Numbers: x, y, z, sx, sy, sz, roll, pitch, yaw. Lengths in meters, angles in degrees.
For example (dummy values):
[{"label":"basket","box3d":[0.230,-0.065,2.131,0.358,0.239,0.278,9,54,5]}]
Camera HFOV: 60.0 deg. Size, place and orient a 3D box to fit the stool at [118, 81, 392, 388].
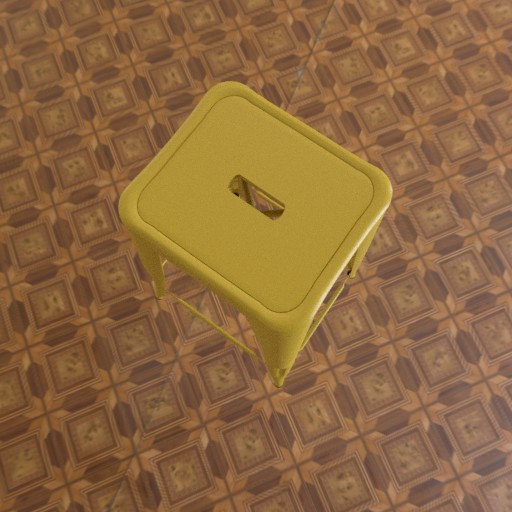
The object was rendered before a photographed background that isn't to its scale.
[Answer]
[{"label":"stool","box3d":[0.000,0.000,0.862,0.399,0.609,0.359,34,78,8]}]
